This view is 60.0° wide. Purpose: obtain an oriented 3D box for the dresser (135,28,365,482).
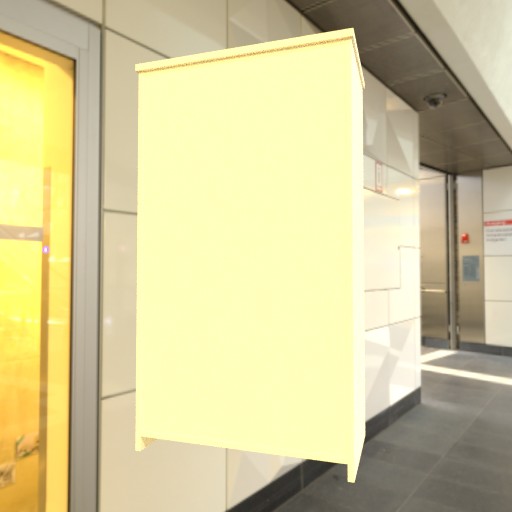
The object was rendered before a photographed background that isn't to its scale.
[{"bbox_3d":[0.000,0.000,1.516,0.704,1.255,0.399,-1,-2,18],"label":"dresser"}]
